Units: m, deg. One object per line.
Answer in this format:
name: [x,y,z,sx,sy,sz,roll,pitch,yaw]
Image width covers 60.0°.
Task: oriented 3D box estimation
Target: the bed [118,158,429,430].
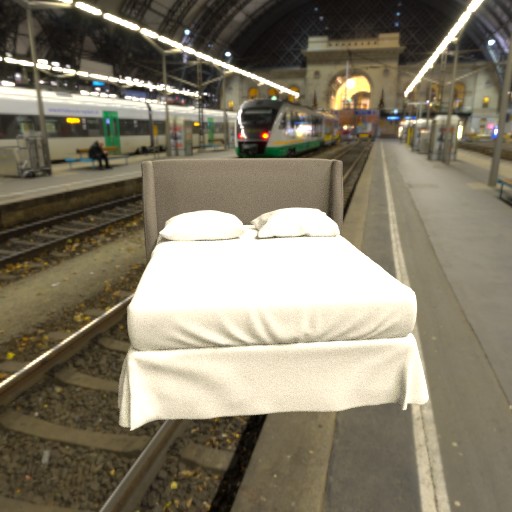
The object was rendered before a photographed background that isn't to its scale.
bed: [0.000,0.000,3.399,1.925,1.332,2.276,-2,16,-6]
